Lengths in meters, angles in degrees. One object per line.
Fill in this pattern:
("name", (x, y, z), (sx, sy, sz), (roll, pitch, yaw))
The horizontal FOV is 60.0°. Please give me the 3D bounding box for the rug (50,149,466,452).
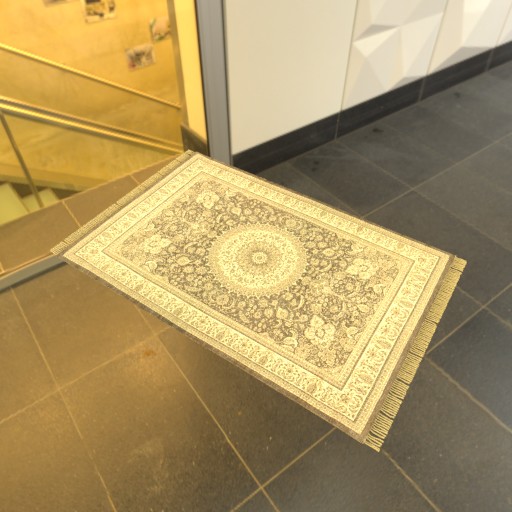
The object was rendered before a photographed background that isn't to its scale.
("rug", (0.000, 0.000, 4.264), (3.422, 0.015, 2.143), (26, 52, 22))
